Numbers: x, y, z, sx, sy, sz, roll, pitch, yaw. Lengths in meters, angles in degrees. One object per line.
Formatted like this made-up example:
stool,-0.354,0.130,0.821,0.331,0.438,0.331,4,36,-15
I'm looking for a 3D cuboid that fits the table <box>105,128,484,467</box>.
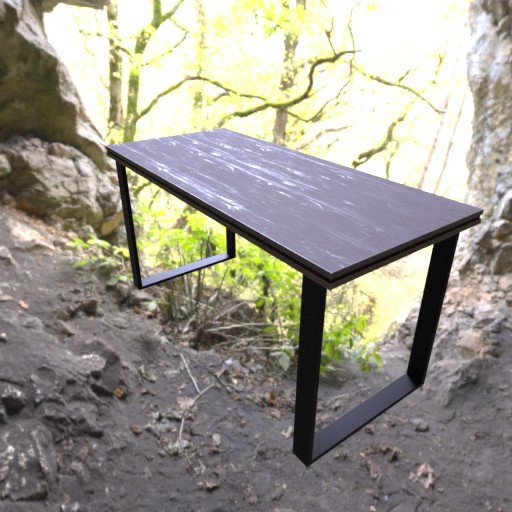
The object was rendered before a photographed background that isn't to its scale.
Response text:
table,0.000,0.000,2.281,0.795,0.899,1.778,-19,33,-32
